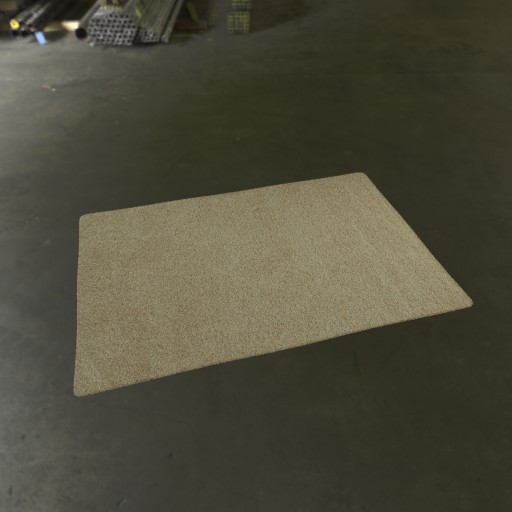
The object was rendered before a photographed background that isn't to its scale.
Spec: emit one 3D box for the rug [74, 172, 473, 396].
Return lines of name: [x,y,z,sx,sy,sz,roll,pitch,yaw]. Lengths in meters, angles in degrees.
rug: [0.000,0.000,3.493,2.700,0.024,1.801,-10,44,-11]
